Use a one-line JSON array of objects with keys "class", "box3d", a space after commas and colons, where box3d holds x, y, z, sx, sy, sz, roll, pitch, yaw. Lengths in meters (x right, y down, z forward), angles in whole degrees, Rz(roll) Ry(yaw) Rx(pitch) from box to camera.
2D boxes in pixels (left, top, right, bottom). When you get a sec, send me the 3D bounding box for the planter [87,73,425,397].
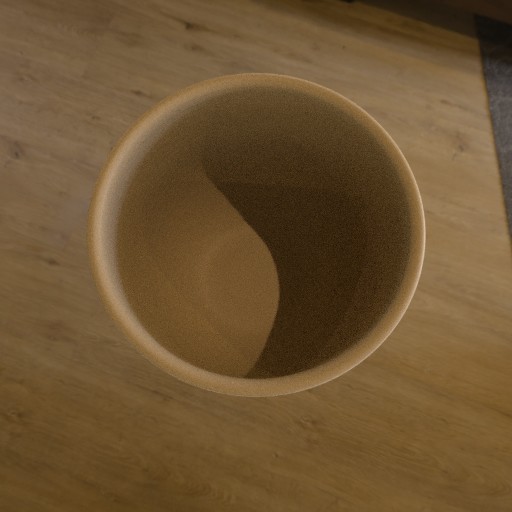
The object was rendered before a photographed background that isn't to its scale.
[{"class": "planter", "box3d": [0.000, 0.000, 0.295, 0.170, 0.152, 0.170, 0, 76, 0]}]
